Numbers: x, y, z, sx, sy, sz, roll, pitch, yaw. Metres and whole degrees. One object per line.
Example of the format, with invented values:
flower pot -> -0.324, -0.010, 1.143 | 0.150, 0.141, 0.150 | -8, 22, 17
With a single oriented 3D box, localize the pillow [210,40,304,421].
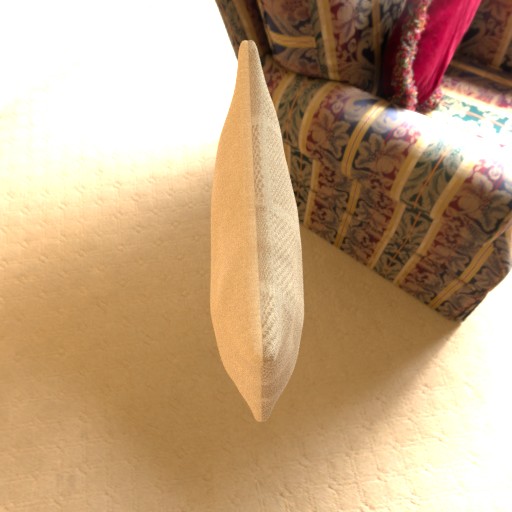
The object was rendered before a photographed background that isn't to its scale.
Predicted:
pillow -> 0.000, 0.000, 0.686 | 0.138, 0.432, 0.436 | -2, 63, -1
